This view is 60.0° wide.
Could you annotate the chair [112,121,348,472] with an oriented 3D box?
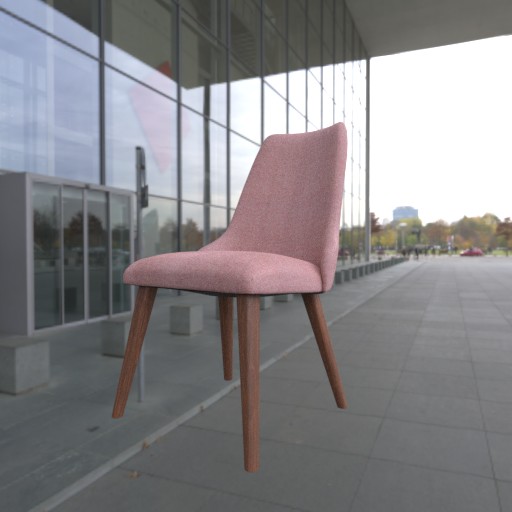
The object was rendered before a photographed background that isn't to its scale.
[{"bbox_3d":[0.000,0.000,1.380,0.535,0.918,0.707,1,1,39],"label":"chair"}]
